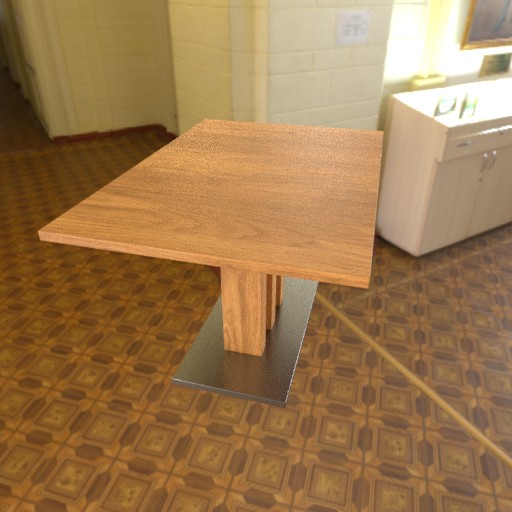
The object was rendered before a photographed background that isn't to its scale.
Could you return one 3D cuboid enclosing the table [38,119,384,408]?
[{"bbox_3d":[0.000,0.000,1.862,0.900,0.770,1.300,8,32,13],"label":"table"}]
